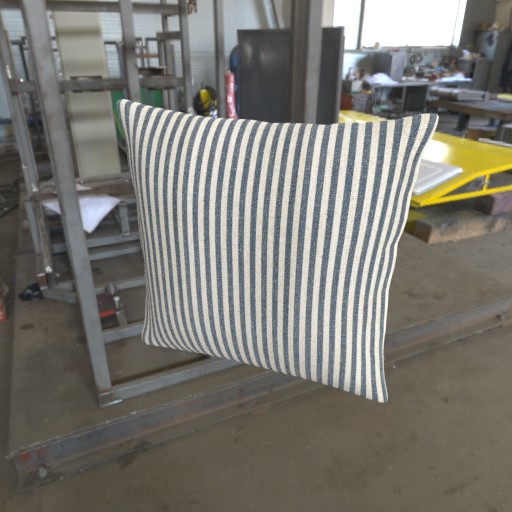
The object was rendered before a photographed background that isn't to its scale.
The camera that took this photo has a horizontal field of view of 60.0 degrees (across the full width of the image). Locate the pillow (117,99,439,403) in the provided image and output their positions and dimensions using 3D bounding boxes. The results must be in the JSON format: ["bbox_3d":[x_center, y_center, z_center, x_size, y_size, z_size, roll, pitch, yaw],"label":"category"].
[{"bbox_3d":[0.000,0.000,0.787,0.523,0.510,0.166,9,27,18],"label":"pillow"}]
